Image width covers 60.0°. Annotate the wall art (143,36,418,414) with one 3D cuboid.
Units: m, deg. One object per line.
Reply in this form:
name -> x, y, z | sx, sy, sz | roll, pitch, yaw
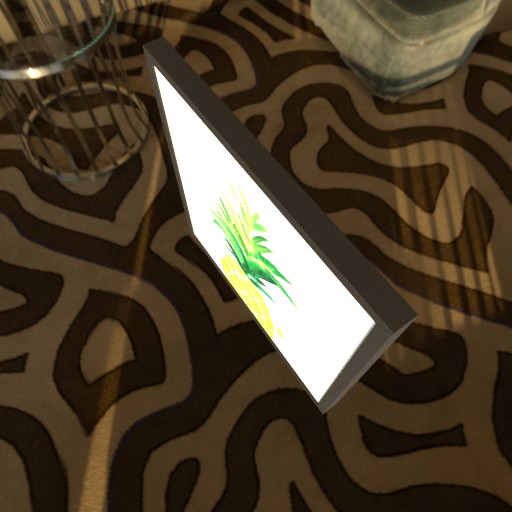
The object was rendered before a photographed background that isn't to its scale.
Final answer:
wall art -> 0.000, 0.000, 0.750 | 0.033, 0.507, 0.508 | -32, 67, -15
